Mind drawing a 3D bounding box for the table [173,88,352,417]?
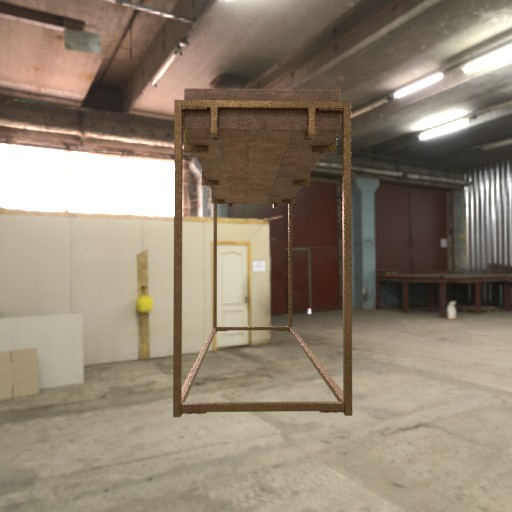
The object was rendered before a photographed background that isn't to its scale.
[{"bbox_3d":[0.000,0.000,1.796,0.440,0.820,1.400,0,-1,-1],"label":"table"}]
